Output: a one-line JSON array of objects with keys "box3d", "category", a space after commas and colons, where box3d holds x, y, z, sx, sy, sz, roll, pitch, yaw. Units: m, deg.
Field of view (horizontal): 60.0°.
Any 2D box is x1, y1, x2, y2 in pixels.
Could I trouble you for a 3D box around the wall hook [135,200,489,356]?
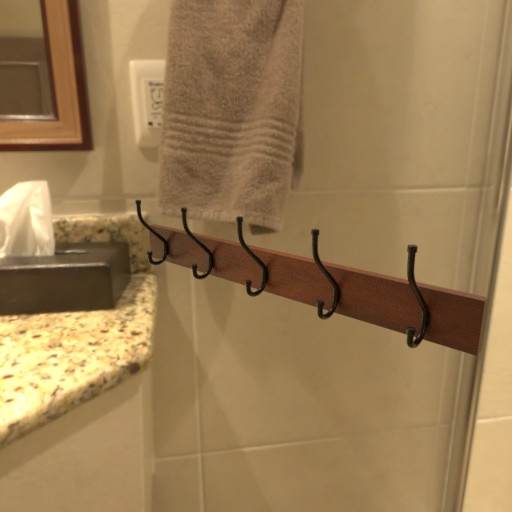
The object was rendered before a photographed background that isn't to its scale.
[{"box3d": [0.000, 0.000, 0.608, 0.571, 0.117, 0.071, 13, 20, 41], "category": "wall hook"}]
